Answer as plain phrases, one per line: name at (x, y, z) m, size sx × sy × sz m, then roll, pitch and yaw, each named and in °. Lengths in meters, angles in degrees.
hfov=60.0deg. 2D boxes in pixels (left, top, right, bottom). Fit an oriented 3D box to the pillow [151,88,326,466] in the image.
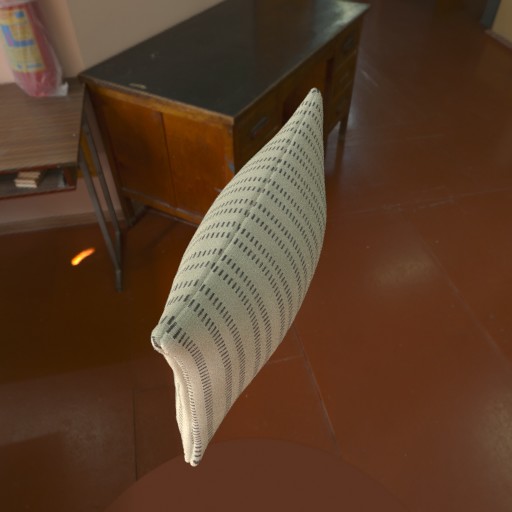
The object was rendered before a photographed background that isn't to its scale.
pillow at (0.000, 0.000, 0.796) m, size 0.210 × 0.353 × 0.640 m, roll 15°, pitch 48°, yaw 14°
